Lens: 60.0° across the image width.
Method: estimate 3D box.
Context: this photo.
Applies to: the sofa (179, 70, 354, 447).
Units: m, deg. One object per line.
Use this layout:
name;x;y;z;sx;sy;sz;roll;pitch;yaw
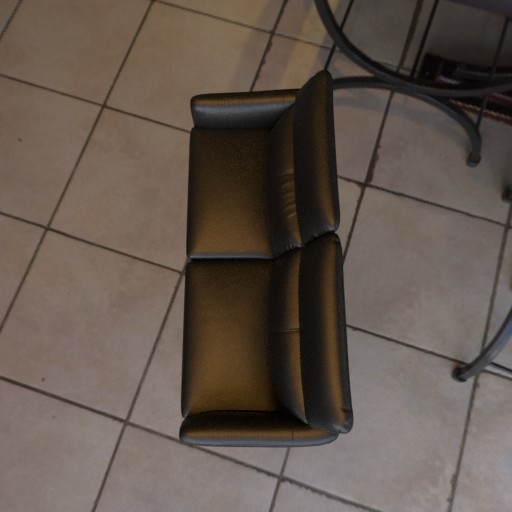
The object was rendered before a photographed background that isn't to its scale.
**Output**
sofa;0.000;0.000;2.598;0.856;0.957;2.069;0;75;0
